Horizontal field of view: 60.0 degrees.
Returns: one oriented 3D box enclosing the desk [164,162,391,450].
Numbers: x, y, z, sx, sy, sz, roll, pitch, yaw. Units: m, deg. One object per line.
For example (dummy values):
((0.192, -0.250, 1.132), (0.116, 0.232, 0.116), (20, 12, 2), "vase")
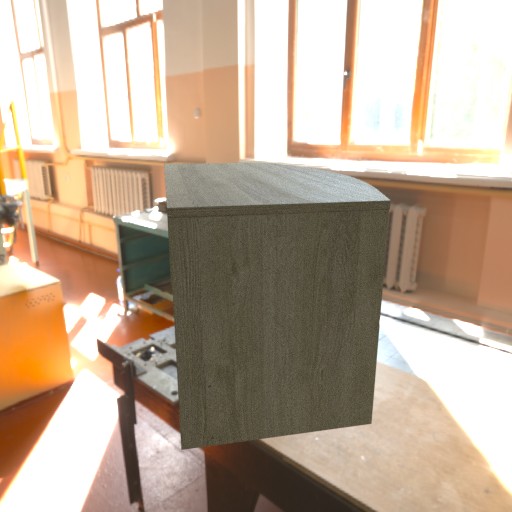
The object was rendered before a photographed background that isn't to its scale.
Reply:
((0.000, 0.000, 2.092), (0.802, 0.752, 1.600), (-3, 16, -11), "desk")
